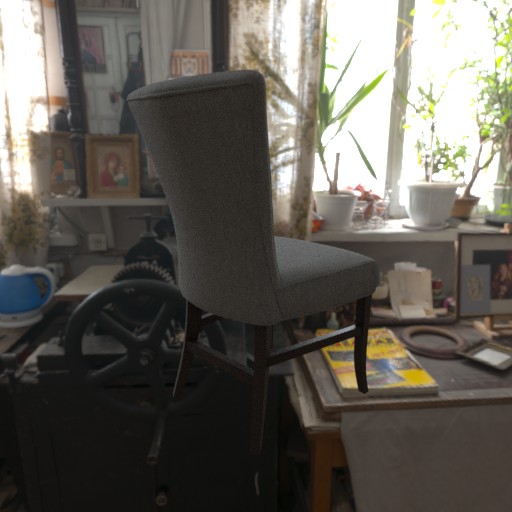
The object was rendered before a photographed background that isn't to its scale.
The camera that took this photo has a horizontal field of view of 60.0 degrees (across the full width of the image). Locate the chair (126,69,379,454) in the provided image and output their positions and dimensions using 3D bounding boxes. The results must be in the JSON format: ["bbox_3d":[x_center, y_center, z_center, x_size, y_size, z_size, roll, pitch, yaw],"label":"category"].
[{"bbox_3d":[0.000,0.000,1.385,0.660,0.991,0.520,-13,19,-42],"label":"chair"}]
